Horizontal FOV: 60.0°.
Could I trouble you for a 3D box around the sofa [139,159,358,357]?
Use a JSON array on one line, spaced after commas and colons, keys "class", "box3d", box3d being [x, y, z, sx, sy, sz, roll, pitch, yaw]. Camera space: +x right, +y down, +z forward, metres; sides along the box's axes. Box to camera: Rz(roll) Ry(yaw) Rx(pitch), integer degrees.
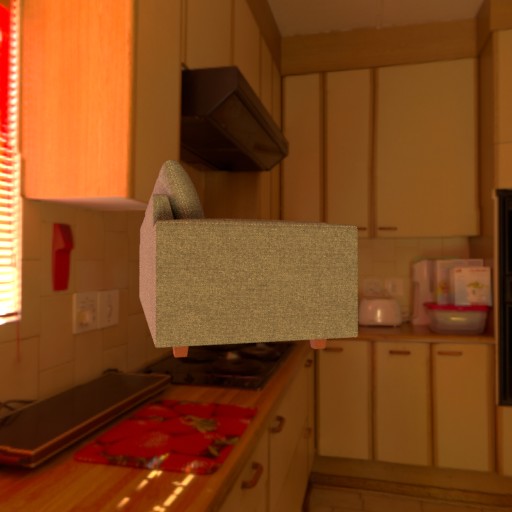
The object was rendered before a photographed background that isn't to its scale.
[{"class": "sofa", "box3d": [0.000, 0.000, 3.454, 1.689, 0.940, 2.718, 0, -1, -16]}]
